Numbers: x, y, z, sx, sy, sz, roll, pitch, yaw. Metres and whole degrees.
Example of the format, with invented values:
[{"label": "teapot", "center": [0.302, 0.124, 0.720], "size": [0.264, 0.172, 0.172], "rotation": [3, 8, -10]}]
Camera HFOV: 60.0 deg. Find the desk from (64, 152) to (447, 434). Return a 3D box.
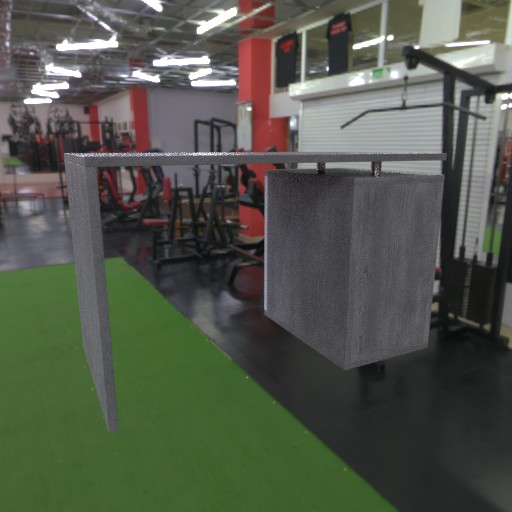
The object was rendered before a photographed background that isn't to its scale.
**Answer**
[{"label": "desk", "center": [0.000, 0.000, 1.640], "size": [1.200, 0.740, 0.600], "rotation": [-7, 15, -26]}]
